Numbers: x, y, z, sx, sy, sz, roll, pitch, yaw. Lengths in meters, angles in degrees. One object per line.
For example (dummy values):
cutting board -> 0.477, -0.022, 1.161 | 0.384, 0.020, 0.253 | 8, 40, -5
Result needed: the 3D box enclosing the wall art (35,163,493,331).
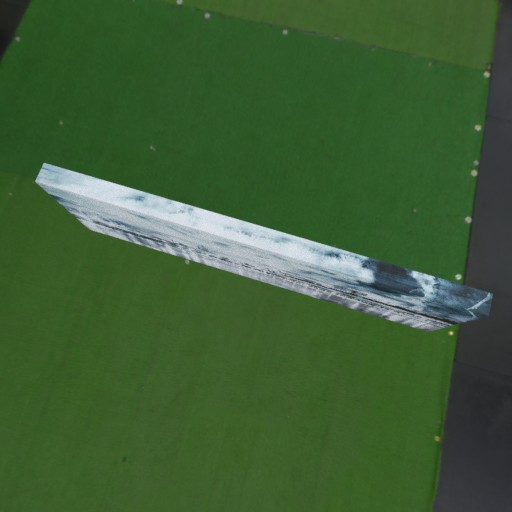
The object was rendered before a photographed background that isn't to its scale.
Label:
wall art -> 0.000, 0.000, 0.834 | 0.759, 0.251, 0.037 | 17, 76, 4
